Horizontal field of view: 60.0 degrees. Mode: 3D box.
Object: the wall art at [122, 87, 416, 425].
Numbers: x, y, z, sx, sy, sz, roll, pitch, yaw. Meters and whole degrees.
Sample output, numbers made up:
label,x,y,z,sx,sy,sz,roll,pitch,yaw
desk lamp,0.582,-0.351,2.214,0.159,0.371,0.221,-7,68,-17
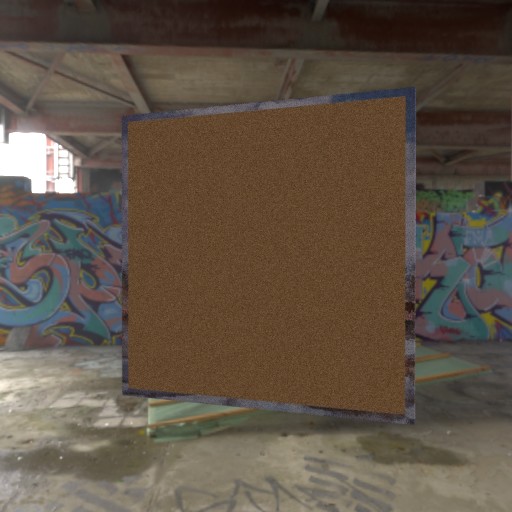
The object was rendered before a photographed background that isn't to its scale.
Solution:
label,x,y,z,sx,sy,sz,roll,pitch,yaw
wall art,0.000,0.000,1.313,0.888,0.897,0.035,0,0,16
